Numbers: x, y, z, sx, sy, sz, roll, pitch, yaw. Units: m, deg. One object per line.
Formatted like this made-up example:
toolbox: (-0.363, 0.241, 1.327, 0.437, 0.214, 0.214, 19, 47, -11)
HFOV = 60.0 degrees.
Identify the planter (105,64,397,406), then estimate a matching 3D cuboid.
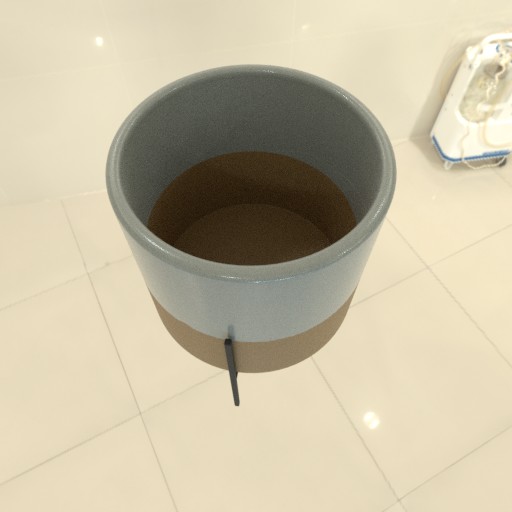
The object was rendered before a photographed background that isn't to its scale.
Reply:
planter: (0.000, 0.000, 0.731, 0.360, 0.480, 0.348, -18, 60, -11)
